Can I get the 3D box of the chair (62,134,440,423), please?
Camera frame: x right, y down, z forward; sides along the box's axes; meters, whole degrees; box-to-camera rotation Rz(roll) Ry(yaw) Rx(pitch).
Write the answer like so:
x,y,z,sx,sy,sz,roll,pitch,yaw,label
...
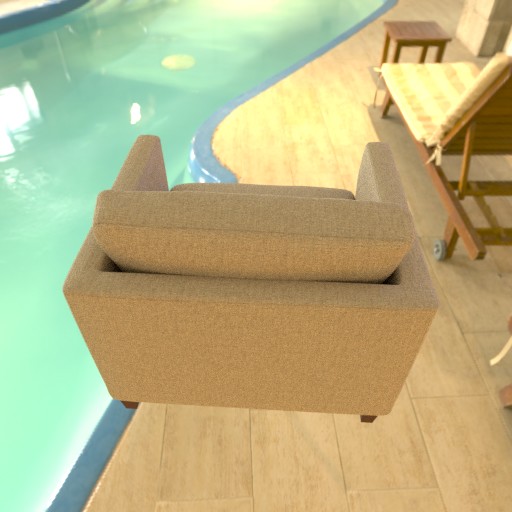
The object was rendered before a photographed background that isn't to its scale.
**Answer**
x,y,z,sx,sy,sz,roll,pitch,yaw,label
0.000,0.000,1.776,1.107,0.961,0.959,2,44,3,chair
